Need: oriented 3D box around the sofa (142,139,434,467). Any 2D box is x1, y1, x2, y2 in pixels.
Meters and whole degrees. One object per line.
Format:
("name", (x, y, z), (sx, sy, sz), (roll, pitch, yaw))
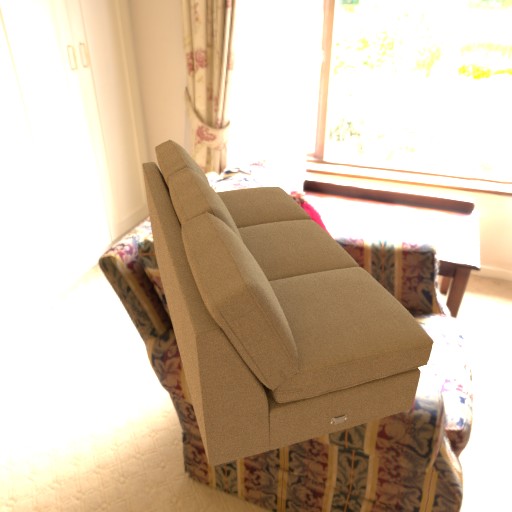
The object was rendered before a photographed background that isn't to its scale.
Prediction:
("sofa", (0.000, 0.000, 2.755), (1.127, 1.036, 2.092), (-9, 31, -15))
